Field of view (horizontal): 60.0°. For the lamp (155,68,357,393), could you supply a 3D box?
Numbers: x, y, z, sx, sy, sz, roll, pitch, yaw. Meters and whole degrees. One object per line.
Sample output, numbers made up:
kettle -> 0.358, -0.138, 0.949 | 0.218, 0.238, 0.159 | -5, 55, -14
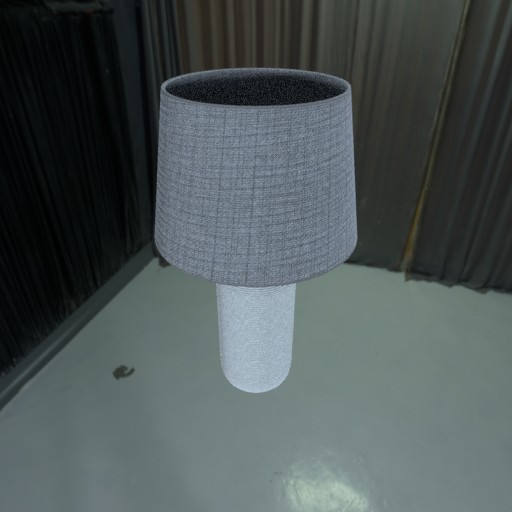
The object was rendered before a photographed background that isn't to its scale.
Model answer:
lamp -> 0.000, 0.000, 0.582 | 0.251, 0.429, 0.251 | 0, 32, 0
